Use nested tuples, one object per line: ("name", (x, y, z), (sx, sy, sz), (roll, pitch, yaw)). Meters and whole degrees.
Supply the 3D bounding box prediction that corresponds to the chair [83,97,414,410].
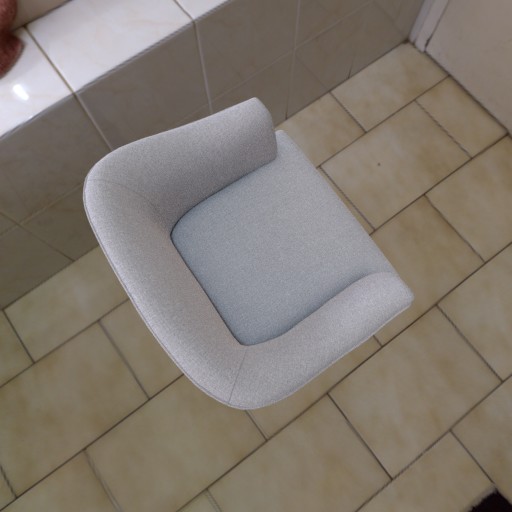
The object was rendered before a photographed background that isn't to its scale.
("chair", (0.000, 0.000, 1.429), (0.704, 0.815, 0.798), (-33, 77, -9))
